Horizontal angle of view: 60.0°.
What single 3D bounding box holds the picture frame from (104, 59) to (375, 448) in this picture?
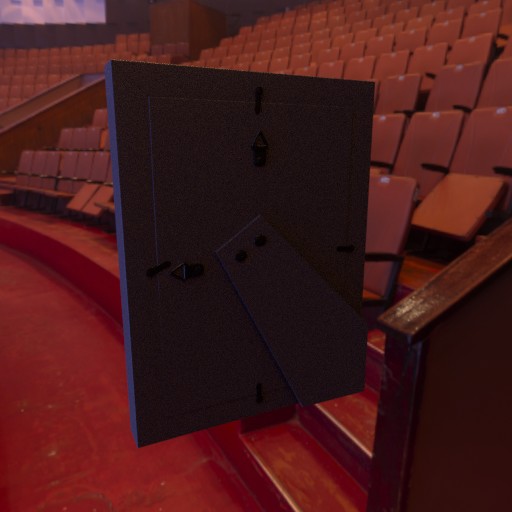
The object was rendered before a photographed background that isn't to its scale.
[{"bbox_3d":[0.000,0.000,0.269,0.157,0.208,0.028,-6,15,-25],"label":"picture frame"}]
